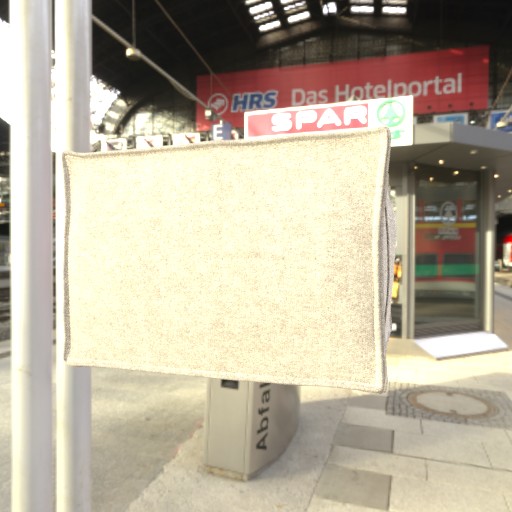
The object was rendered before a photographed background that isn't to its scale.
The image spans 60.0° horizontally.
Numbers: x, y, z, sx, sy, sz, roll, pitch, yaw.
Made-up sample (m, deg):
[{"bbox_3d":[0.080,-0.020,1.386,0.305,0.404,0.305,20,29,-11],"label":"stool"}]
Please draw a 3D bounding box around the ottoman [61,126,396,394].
[{"bbox_3d":[0.000,0.000,1.153,0.696,0.470,0.707,0,1,17],"label":"ottoman"}]
